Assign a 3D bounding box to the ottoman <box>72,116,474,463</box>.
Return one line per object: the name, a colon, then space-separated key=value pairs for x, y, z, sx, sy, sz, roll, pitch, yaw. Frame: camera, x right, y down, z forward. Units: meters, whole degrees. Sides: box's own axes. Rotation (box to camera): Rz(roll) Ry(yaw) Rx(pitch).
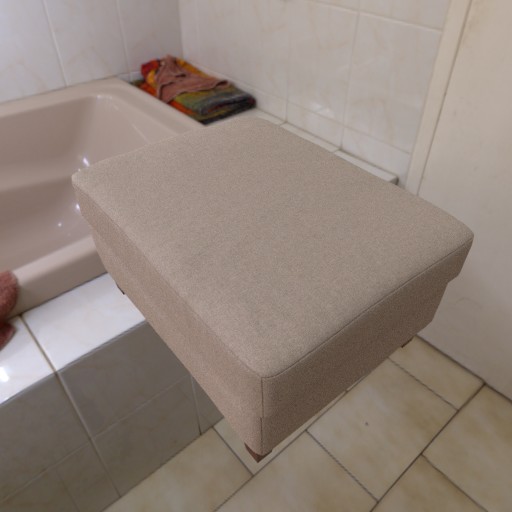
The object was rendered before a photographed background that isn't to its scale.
ottoman: x=0.000 y=0.000 z=1.295 sx=0.692 sy=0.511 sz=0.902 roll=-27 pitch=48 yaw=-28
